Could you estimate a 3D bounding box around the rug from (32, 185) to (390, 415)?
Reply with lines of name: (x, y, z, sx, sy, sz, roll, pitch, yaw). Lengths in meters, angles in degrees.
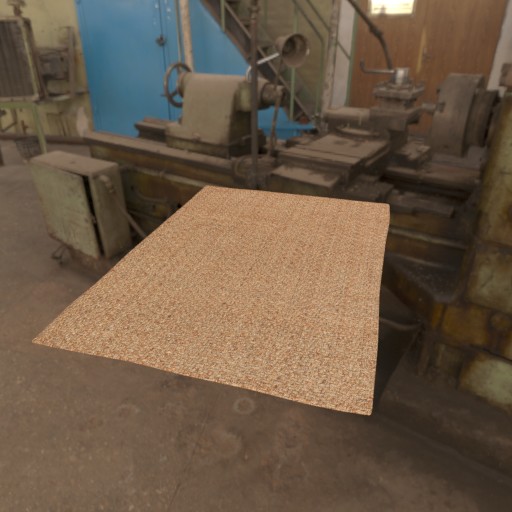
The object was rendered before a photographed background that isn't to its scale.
rug: (0.000, 0.000, 2.744, 1.566, 0.013, 2.141, 8, 30, 14)
